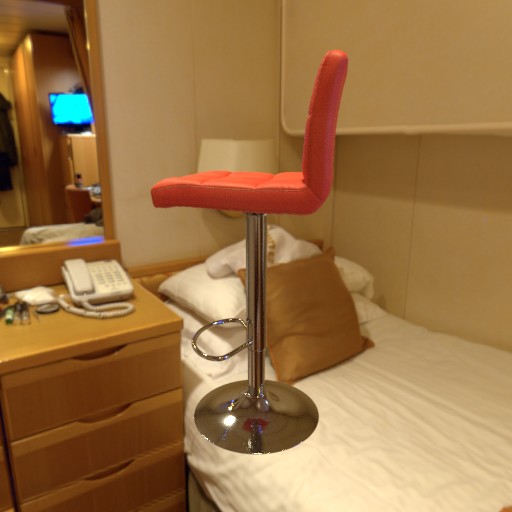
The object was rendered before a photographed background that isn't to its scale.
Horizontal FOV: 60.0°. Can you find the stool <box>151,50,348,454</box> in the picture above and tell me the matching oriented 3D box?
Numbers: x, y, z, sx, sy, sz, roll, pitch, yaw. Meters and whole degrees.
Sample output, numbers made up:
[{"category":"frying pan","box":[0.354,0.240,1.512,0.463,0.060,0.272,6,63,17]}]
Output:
[{"category":"stool","box":[0.000,0.000,1.381,0.505,1.115,0.430,2,15,9]}]
